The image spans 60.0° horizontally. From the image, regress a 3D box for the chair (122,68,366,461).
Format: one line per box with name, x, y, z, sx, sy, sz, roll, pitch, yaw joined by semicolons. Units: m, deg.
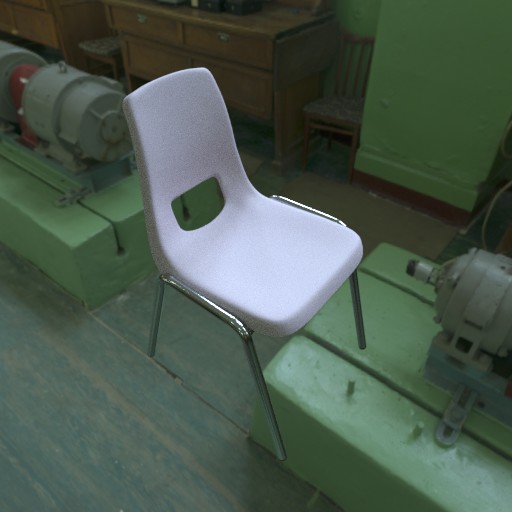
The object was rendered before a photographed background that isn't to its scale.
chair;0.000;0.000;0.925;0.436;0.653;0.381;26;47;28
